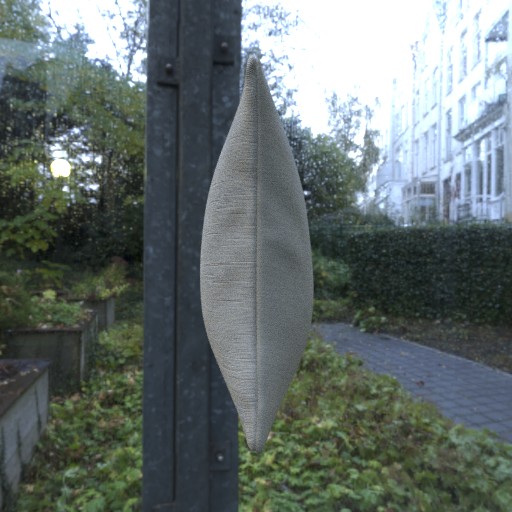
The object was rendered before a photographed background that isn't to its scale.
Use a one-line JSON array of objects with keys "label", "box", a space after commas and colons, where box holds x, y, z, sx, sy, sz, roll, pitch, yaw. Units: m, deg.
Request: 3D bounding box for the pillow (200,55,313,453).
[{"label": "pillow", "box": [0.000, 0.000, 0.673, 0.162, 0.420, 0.437, 0, 0, 0]}]
